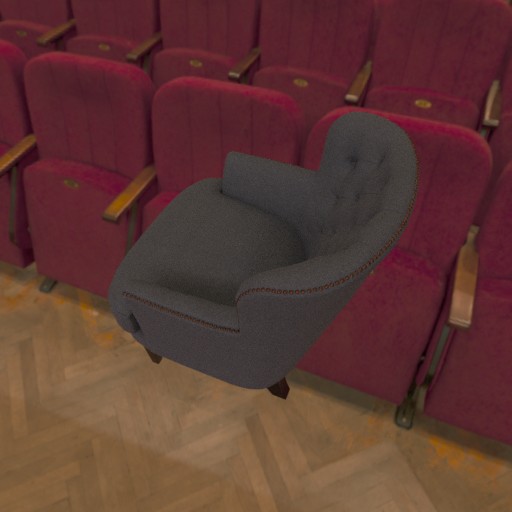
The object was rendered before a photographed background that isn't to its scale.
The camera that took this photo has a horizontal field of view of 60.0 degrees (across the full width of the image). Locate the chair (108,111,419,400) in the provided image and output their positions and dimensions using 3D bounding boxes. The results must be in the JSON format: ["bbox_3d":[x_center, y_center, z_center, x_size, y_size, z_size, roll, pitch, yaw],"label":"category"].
[{"bbox_3d":[0.000,0.000,1.574,0.906,0.868,0.848,17,50,15],"label":"chair"}]
